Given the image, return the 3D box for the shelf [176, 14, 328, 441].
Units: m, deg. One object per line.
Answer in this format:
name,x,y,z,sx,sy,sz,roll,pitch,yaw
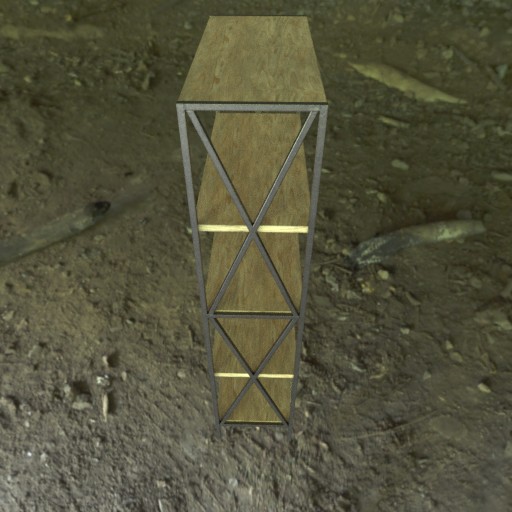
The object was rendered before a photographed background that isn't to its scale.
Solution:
shelf,0.000,0.000,2.046,0.386,1.803,0.874,1,42,1
